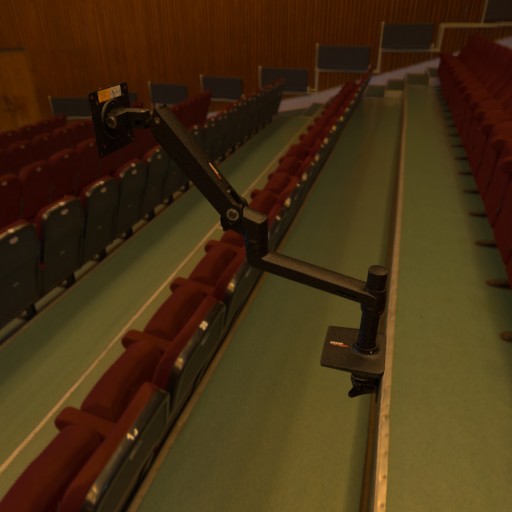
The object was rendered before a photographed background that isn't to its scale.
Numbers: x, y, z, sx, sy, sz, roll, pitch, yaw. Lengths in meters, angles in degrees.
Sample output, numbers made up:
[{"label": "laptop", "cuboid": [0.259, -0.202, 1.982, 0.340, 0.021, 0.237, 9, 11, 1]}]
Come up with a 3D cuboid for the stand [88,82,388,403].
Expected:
[{"label": "stand", "cuboid": [0.000, 0.000, 1.030, 0.650, 0.713, 0.152, 8, 31, 14]}]
